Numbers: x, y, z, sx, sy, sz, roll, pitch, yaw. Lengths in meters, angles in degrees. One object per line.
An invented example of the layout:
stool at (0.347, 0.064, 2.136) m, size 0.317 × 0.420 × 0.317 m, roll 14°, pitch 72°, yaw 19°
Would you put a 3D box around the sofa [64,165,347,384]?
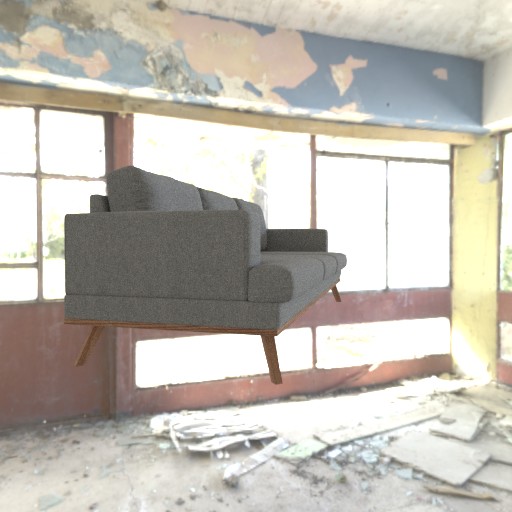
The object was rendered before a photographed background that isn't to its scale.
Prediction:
sofa at (0.000, 0.000, 2.698) m, size 0.920 × 0.810 × 2.310 m, roll 0°, pitch 2°, yaw 16°
